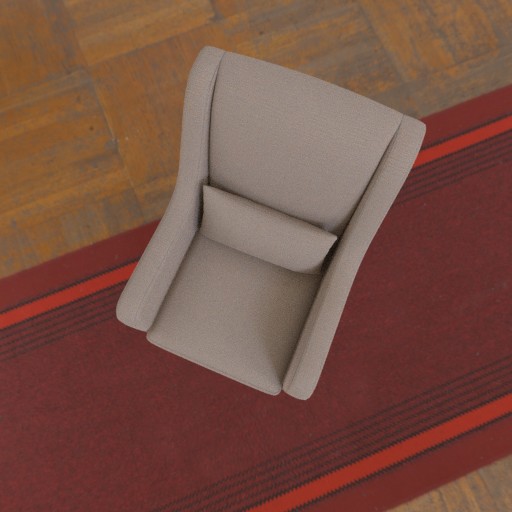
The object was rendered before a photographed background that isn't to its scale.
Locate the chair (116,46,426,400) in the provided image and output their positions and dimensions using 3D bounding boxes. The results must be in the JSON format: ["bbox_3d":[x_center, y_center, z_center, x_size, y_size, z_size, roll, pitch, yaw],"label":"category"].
[{"bbox_3d":[0.000,0.000,1.663,0.715,1.017,0.896,22,77,5],"label":"chair"}]
